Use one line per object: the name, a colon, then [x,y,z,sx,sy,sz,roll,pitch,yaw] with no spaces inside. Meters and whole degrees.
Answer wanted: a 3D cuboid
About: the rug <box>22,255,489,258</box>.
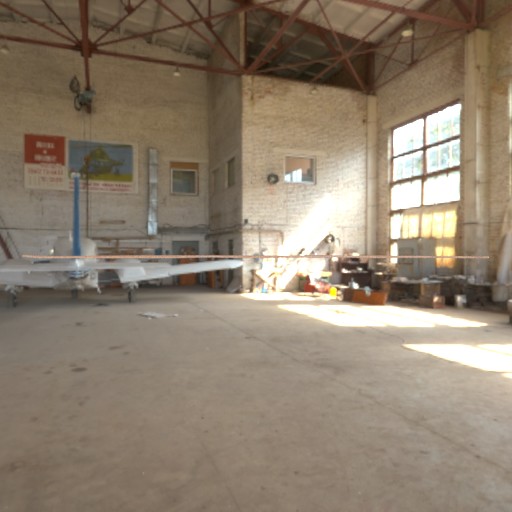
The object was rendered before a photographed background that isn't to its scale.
rug: [0.000,0.000,4.106,3.057,0.021,2.431,0,0,0]
